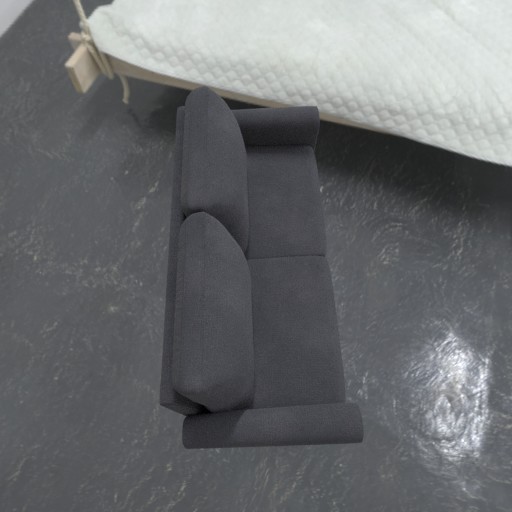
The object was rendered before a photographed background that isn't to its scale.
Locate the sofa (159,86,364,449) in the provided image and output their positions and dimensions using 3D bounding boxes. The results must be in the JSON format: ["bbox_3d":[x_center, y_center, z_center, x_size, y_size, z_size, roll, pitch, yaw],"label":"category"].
[{"bbox_3d":[0.000,0.000,2.416,0.842,0.942,1.935,-2,62,-1],"label":"sofa"}]
